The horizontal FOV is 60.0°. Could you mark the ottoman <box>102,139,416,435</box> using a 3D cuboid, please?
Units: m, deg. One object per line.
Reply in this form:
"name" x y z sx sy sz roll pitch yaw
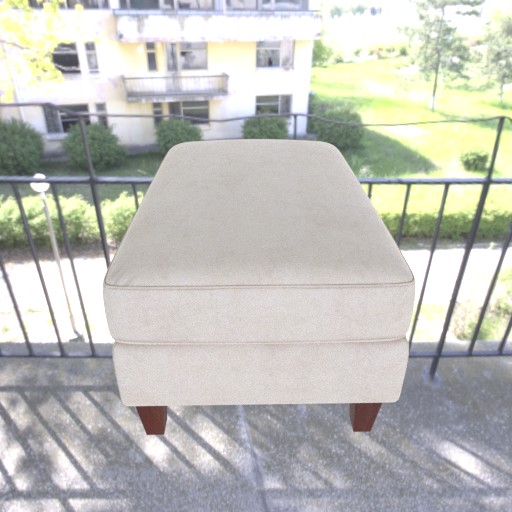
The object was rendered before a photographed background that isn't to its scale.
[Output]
"ottoman" 0.000 0.000 1.216 0.584 0.483 0.864 -1 30 -1
